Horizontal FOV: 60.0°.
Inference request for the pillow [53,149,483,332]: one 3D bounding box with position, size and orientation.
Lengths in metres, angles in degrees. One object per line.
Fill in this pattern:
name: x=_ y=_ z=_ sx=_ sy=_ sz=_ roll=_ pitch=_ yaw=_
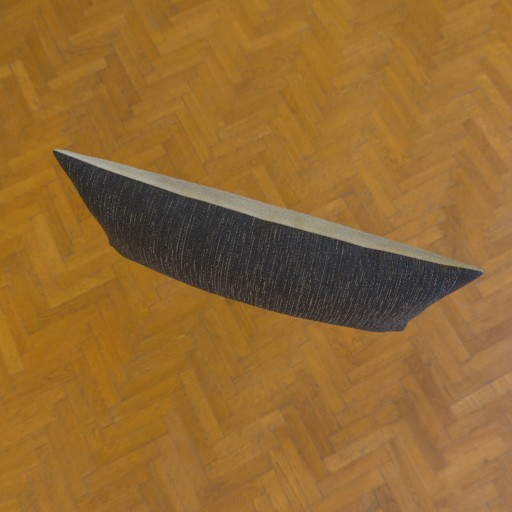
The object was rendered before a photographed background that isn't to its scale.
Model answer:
pillow: x=0.000 y=0.000 z=0.736 sx=0.608 sy=0.305 sz=0.156 roll=16 pitch=77 yaw=4
